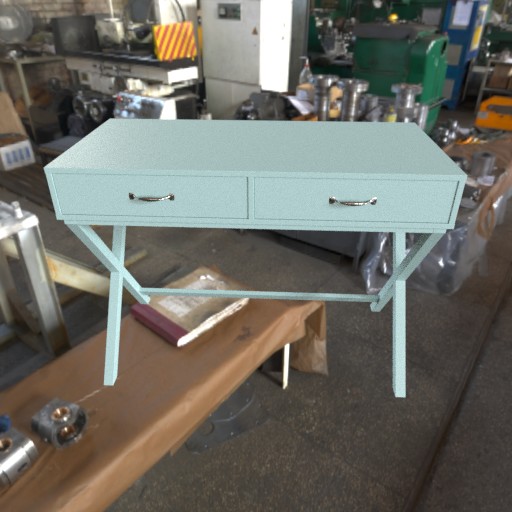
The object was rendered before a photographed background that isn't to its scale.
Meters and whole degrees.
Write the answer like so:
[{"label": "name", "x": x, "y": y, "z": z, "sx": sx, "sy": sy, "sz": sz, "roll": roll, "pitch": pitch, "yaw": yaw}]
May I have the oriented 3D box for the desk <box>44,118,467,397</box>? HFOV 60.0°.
[{"label": "desk", "x": 0.000, "y": 0.000, "z": 1.511, "sx": 1.057, "sy": 0.780, "sz": 0.525, "roll": 2, "pitch": 31, "yaw": 3}]
